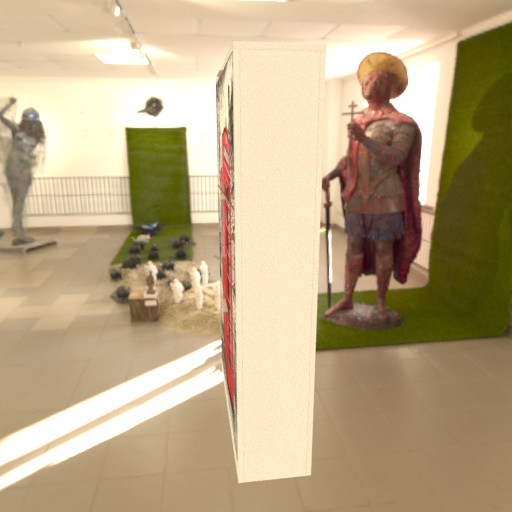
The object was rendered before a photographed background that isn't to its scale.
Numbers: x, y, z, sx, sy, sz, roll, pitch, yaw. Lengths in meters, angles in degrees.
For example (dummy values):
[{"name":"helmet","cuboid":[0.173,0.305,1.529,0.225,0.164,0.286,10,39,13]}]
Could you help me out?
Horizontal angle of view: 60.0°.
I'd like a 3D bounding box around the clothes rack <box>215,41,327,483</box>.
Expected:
[{"name":"clothes rack","cuboid":[0.000,0.000,1.611,0.250,1.280,0.750,-2,15,-8]}]
